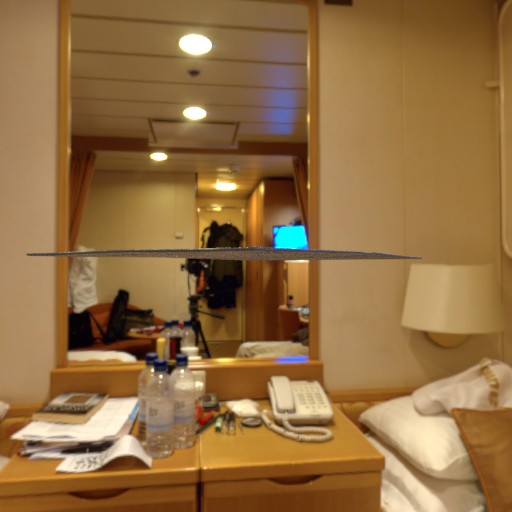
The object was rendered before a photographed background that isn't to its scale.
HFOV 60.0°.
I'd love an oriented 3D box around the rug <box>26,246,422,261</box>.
[{"bbox_3d":[0.000,0.000,3.070,1.624,0.030,2.349,-1,-2,35],"label":"rug"}]
